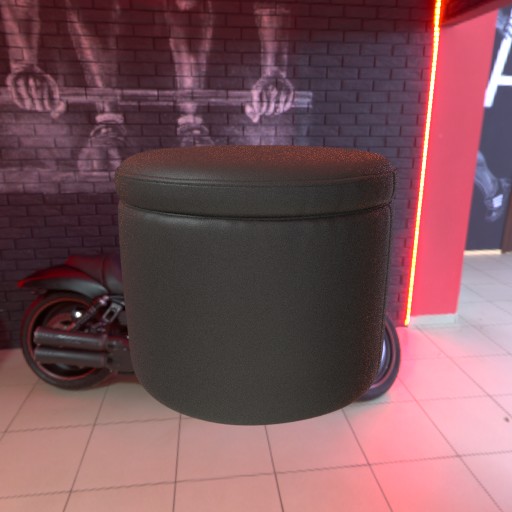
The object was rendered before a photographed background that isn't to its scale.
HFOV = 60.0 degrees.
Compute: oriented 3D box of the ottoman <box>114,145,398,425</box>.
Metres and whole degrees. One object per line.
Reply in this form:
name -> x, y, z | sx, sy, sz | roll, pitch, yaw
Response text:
ottoman -> 0.000, 0.000, 0.855 | 0.500, 0.409, 0.500 | 0, 16, 0
